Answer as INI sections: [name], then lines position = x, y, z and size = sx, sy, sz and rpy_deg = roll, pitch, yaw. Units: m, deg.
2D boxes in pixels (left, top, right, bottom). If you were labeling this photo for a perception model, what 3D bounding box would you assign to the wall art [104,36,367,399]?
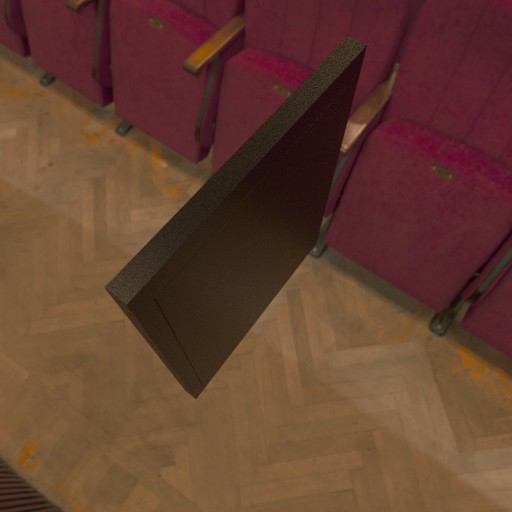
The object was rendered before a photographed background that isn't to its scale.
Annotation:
[wall art]
position = 0.000, 0.000, 0.765
size = 0.031, 0.558, 0.461
rpy_deg = 33, 68, 16
